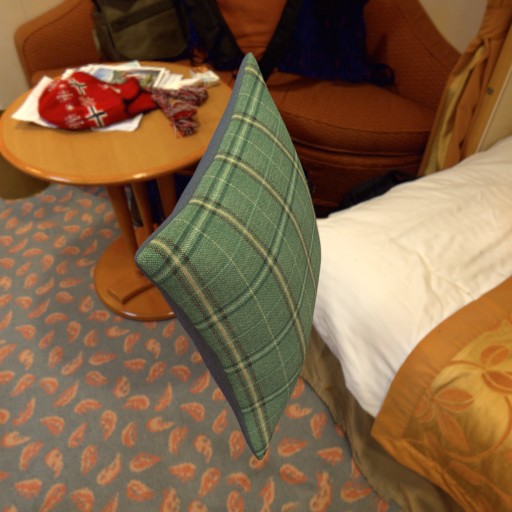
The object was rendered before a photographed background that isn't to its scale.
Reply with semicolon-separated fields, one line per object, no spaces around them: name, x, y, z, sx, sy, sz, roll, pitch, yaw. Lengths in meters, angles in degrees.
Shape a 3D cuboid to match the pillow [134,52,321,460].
pillow;0.000;0.000;0.681;0.200;0.430;0.453;9;47;8
